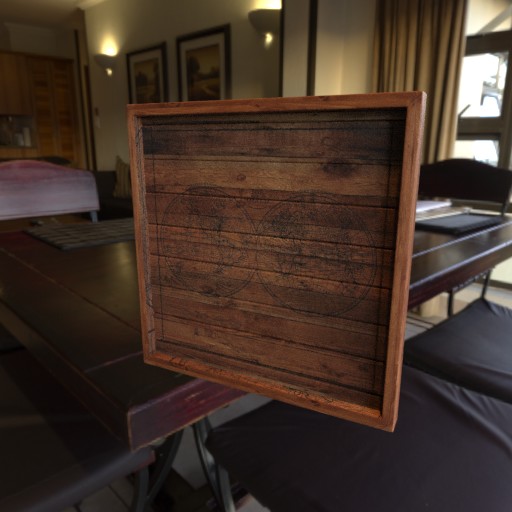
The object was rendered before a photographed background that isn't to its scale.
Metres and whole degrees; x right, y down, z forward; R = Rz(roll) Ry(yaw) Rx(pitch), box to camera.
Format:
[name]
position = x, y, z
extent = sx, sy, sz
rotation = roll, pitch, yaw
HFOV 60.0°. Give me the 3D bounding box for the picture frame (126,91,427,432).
[picture frame]
position = 0.000, 0.000, 0.533
extent = 0.352, 0.356, 0.028
rotation = 7, 16, 26
